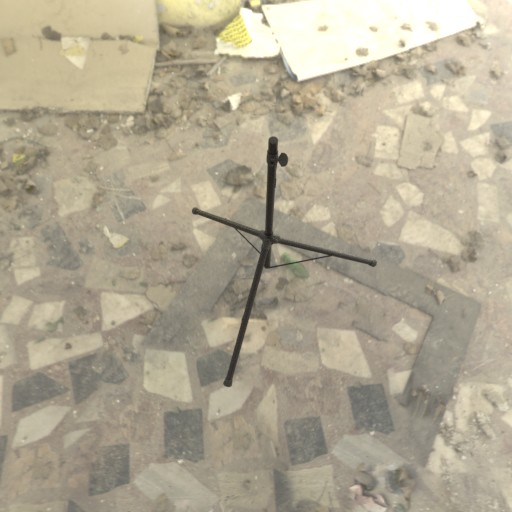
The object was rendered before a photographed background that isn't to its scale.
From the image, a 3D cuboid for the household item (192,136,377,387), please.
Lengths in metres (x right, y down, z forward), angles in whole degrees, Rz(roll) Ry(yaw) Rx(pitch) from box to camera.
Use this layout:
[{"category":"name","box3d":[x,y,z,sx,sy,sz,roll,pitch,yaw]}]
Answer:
[{"category":"household item","box3d":[0.000,0.000,2.725,1.596,1.595,1.339,18,64,9]}]
